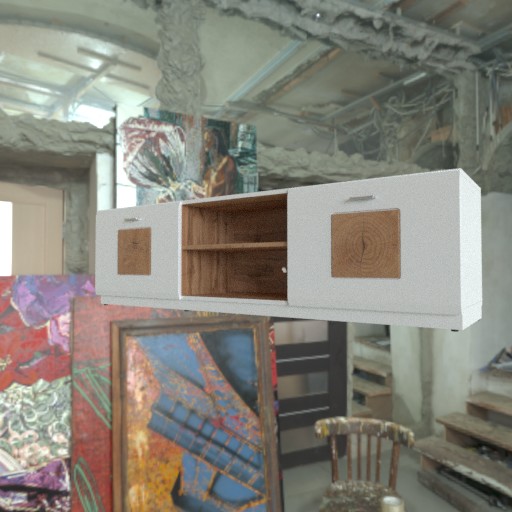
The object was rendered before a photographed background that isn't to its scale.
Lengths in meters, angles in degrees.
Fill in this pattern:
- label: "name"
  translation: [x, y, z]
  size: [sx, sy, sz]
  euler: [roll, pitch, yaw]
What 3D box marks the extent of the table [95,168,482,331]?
- label: "table"
  translation: [0.000, 0.000, 1.751]
  size: [1.550, 0.440, 0.400]
  euler: [-1, -2, 34]
